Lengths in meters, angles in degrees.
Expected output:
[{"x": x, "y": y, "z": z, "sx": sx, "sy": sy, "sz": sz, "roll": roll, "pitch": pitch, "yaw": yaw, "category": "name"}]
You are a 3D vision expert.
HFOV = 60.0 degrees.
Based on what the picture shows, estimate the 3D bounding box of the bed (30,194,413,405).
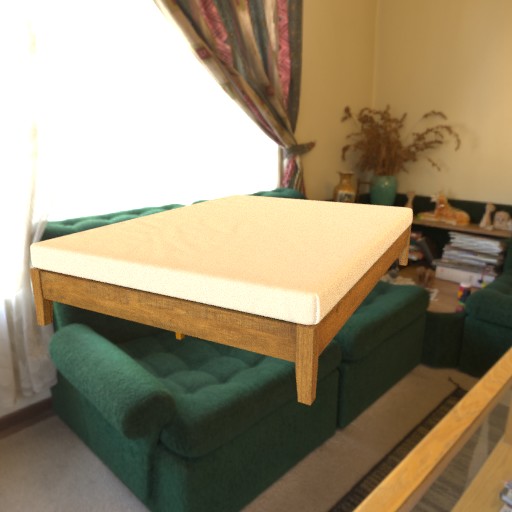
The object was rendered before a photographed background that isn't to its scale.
[{"x": 0.000, "y": 0.000, "z": 2.765, "sx": 1.536, "sy": 0.431, "sz": 2.016, "roll": 8, "pitch": 18, "yaw": 27, "category": "bed"}]
